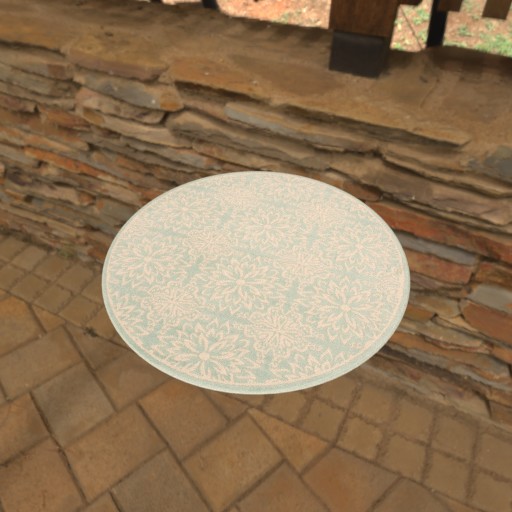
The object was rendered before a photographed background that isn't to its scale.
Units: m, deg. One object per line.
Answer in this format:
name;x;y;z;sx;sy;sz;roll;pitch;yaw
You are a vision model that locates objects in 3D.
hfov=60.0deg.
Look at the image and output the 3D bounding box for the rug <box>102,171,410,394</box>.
rug;0.000;0.000;2.358;1.593;0.012;1.593;0;45;0
